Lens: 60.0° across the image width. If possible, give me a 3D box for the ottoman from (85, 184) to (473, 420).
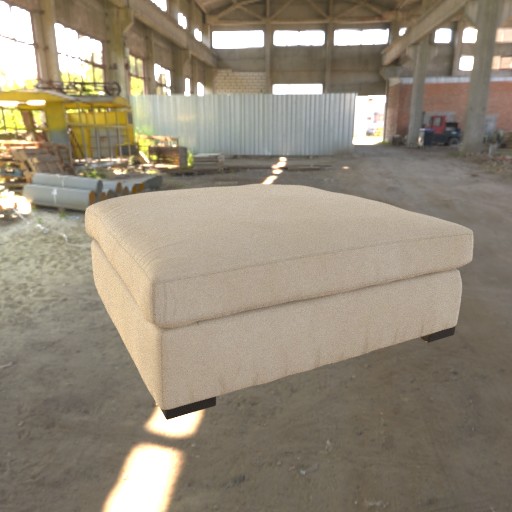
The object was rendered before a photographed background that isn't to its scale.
[{"bbox_3d":[0.000,0.000,1.865,1.205,0.522,1.190,-8,18,-27],"label":"ottoman"}]
